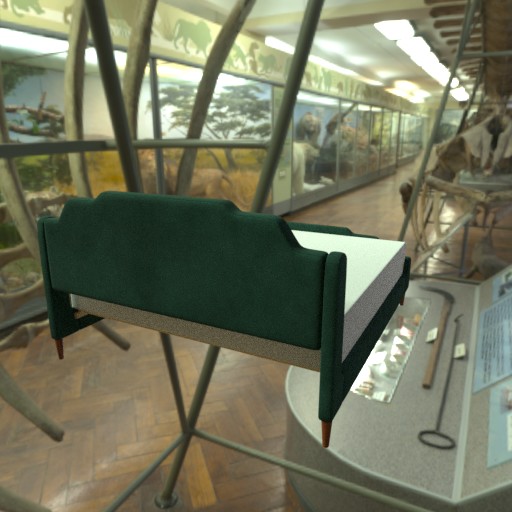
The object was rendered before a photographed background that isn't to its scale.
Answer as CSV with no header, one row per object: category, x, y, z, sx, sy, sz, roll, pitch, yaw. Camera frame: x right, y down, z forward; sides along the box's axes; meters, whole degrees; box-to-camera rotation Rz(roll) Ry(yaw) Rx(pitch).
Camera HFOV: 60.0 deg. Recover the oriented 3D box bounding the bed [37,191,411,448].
bed,0.000,0.000,3.560,2.074,1.245,2.340,8,17,27
